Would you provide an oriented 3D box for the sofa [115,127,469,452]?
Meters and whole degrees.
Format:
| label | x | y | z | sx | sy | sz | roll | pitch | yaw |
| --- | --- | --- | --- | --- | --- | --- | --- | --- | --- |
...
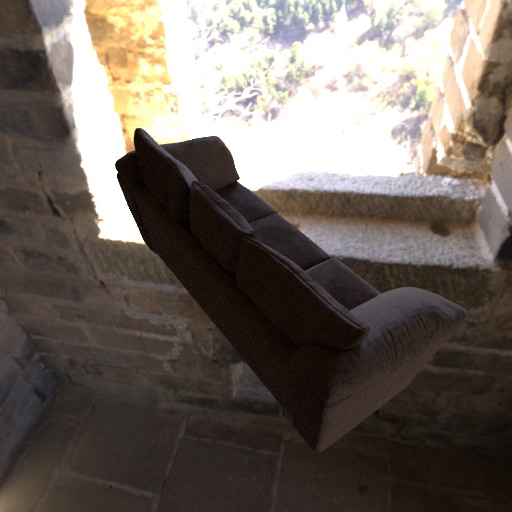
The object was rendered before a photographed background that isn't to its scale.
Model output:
| label | x | y | z | sx | sy | sz | roll | pitch | yaw |
| --- | --- | --- | --- | --- | --- | --- | --- | --- | --- |
| sofa | 0.000 | 0.000 | 2.793 | 0.878 | 1.015 | 2.336 | -26 | 48 | -25 |
